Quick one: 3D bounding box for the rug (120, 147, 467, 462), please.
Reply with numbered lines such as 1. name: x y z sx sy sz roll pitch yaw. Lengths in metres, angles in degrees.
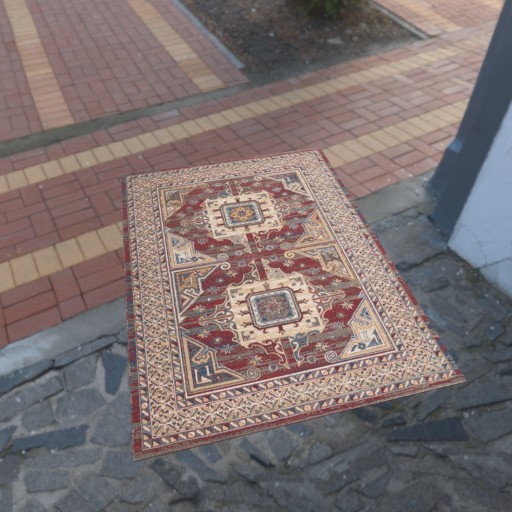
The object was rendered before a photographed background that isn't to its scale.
1. rug: 0.000 0.000 4.106 2.381 0.013 3.197 -10 47 -9
